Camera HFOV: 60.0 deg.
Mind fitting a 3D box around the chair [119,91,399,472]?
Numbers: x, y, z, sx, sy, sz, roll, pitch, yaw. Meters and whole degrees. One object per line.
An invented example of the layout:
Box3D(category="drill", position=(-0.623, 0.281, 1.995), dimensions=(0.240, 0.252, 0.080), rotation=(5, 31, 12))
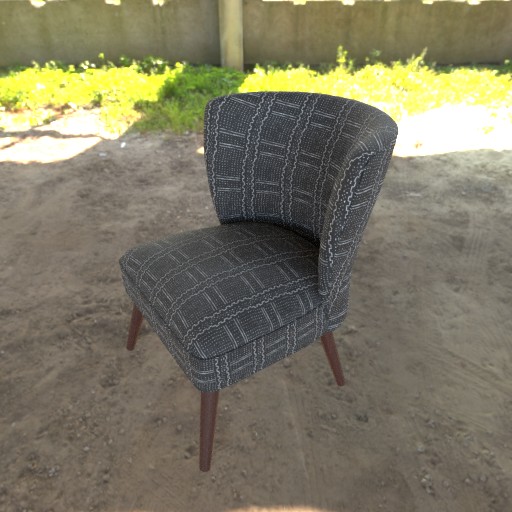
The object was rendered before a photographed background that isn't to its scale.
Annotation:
Box3D(category="chair", position=(0.000, 0.000, 1.390), dimensions=(0.758, 0.866, 0.710), rotation=(-19, 37, -29))
